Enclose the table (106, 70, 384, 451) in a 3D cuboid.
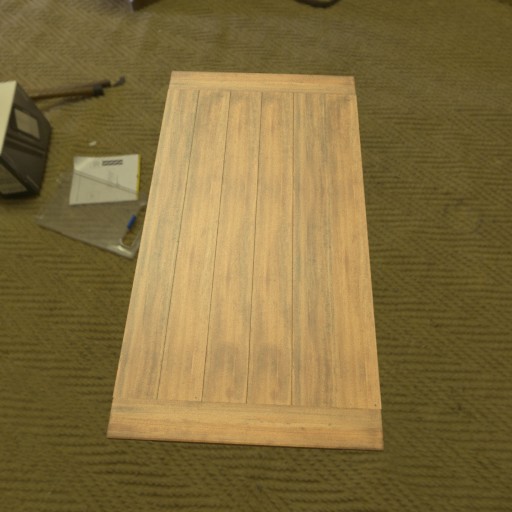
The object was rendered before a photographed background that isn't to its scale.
[{"bbox_3d":[0.000,0.000,1.578,0.693,0.494,1.270,2,63,1],"label":"table"}]
